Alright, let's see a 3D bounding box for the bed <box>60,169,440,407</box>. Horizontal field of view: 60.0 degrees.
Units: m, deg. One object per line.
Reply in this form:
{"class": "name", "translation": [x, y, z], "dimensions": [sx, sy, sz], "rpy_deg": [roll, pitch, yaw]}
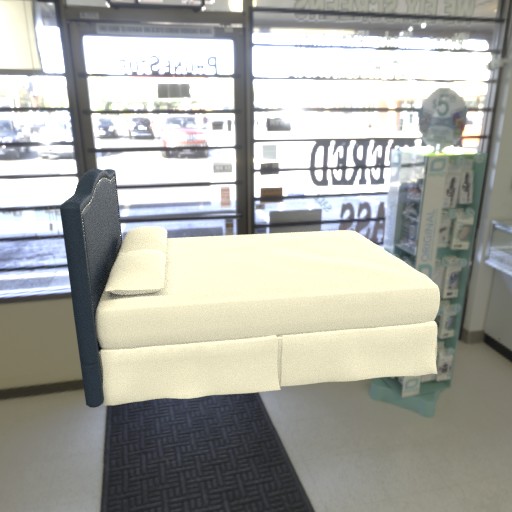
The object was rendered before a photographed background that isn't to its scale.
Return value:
{"class": "bed", "translation": [0.000, 0.000, 3.631], "dimensions": [2.507, 1.441, 1.741], "rpy_deg": [-3, 18, -10]}
